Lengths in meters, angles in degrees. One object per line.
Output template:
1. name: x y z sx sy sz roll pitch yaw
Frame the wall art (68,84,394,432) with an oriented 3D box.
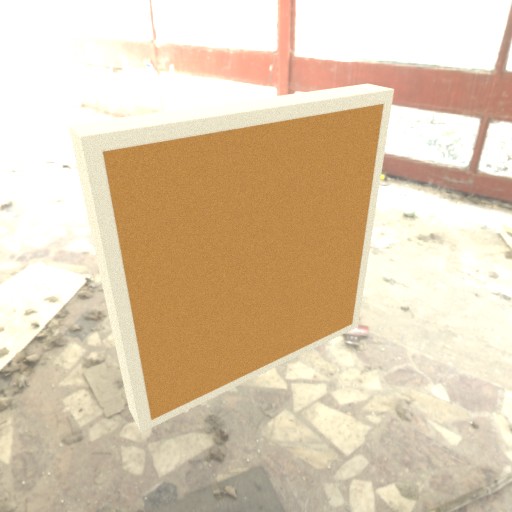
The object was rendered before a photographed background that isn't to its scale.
1. wall art: 0.000 0.000 0.461 0.305 0.305 0.037 -19 36 -28
